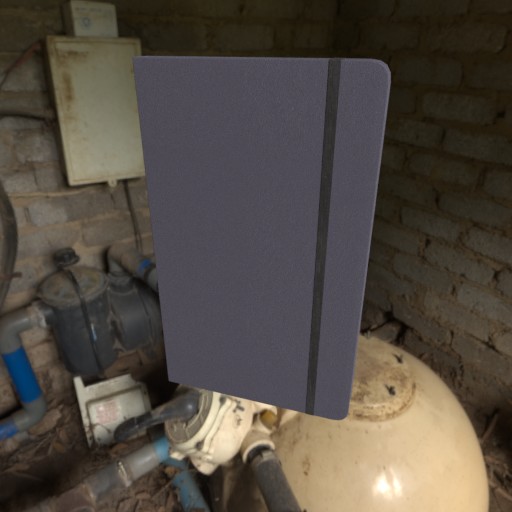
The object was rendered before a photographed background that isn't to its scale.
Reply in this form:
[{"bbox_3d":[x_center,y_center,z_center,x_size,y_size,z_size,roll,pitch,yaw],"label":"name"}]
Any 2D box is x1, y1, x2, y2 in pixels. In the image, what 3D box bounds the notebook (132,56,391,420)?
[{"bbox_3d":[0.000,0.000,0.260,0.127,0.213,0.016,8,27,16],"label":"notebook"}]
